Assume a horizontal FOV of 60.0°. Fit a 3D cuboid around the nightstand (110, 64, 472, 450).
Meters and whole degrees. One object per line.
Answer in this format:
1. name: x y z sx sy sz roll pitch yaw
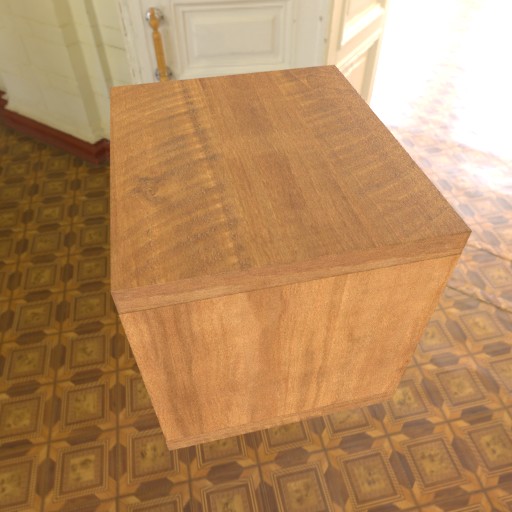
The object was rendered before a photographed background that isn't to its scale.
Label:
1. nightstand: 0.000 0.000 0.851 0.436 0.491 0.493 -9 47 -9
